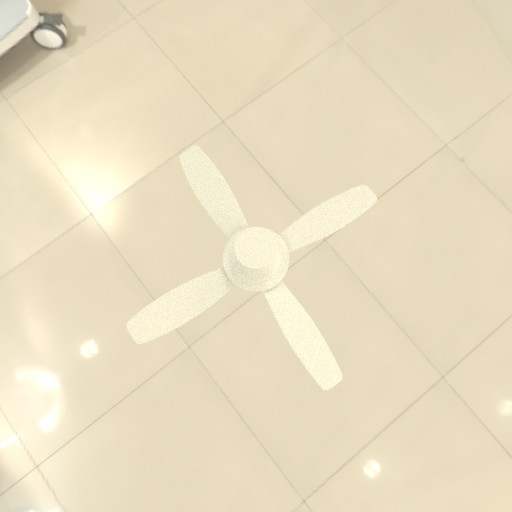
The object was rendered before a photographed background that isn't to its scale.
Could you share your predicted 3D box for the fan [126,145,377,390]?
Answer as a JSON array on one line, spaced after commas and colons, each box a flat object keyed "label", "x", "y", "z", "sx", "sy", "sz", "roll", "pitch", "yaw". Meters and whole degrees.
[{"label": "fan", "x": 0.000, "y": 0.000, "z": 2.557, "sx": 1.693, "sy": 0.382, "sz": 1.694, "roll": -31, "pitch": 78, "yaw": -7}]
